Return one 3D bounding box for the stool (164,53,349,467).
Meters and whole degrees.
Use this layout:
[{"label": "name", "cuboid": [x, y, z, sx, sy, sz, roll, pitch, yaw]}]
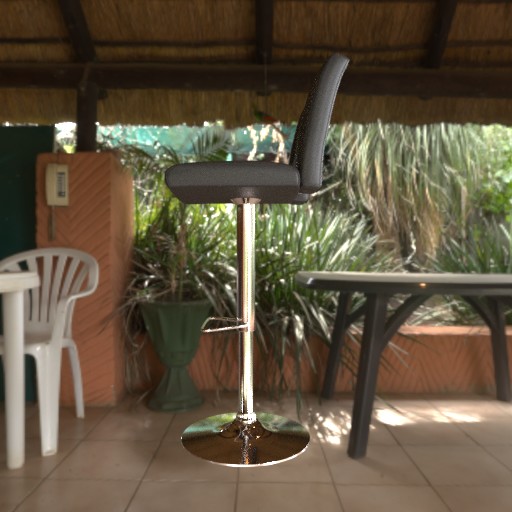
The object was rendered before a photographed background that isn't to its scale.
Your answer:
[{"label": "stool", "cuboid": [0.000, 0.000, 1.418, 0.520, 1.151, 0.415, 0, 0, -1]}]
